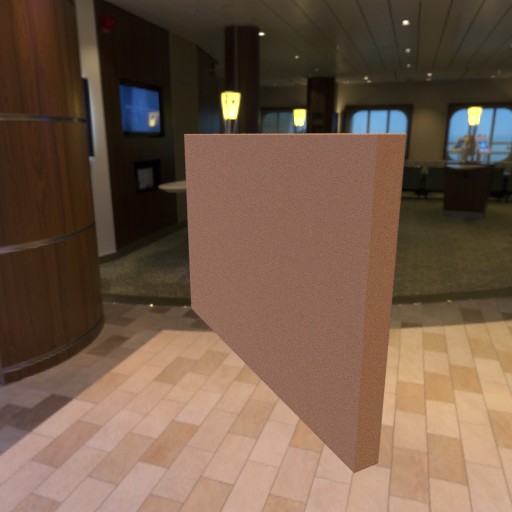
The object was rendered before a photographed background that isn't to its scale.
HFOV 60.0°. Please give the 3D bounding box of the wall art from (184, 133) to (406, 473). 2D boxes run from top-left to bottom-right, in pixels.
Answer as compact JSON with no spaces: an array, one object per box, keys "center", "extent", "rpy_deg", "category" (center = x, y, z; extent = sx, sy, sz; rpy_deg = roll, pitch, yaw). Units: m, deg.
[{"center":[0.000,0.000,0.768],"extent":[0.039,0.407,0.609],"rpy_deg":[-8,17,-26],"category":"wall art"}]
